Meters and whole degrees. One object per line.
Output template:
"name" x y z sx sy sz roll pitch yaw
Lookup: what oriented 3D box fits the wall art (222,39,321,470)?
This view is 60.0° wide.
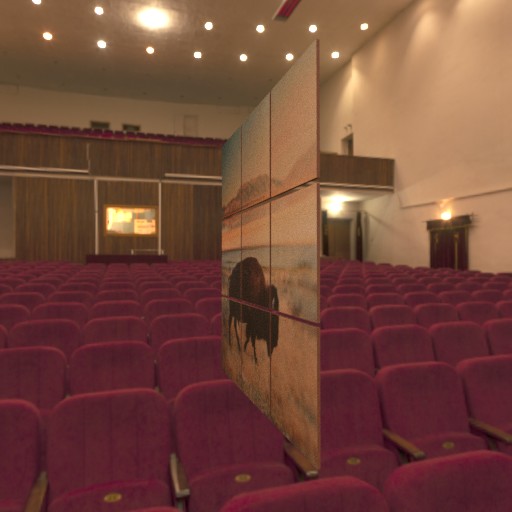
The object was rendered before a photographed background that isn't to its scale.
"wall art" 0.000 0.000 2.309 0.019 1.532 1.533 0 -1 -17
